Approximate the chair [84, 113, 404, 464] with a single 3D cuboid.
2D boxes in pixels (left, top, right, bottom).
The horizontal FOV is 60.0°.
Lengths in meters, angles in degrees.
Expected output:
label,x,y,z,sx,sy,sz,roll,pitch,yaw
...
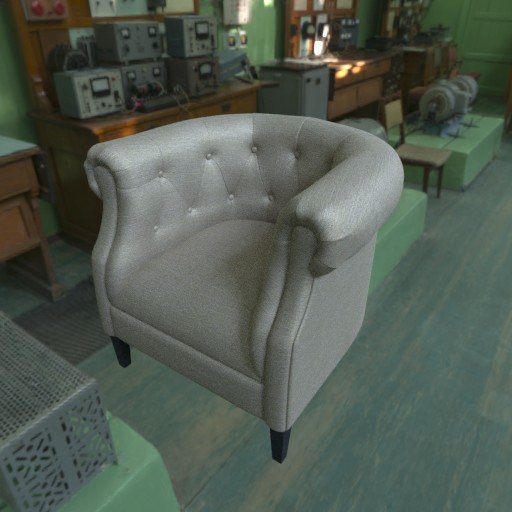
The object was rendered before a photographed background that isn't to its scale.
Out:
label,x,y,z,sx,sy,sz,roll,pitch,yaw
chair,0.000,0.000,1.564,0.905,0.827,0.852,20,36,29
